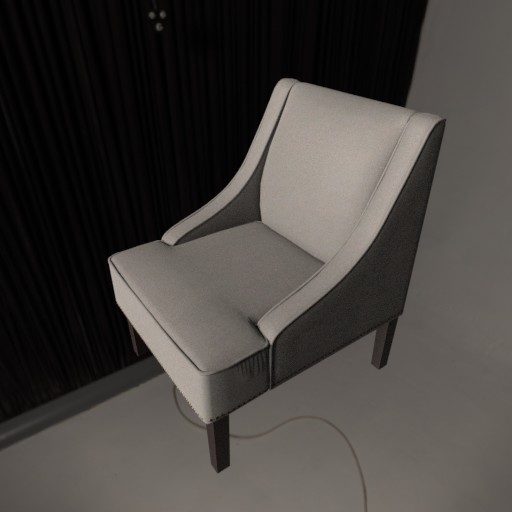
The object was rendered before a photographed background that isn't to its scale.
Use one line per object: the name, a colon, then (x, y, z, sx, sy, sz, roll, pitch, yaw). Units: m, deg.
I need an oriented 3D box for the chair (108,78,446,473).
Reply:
chair: (0.000, 0.000, 1.358, 0.747, 0.867, 0.631, -21, 38, -29)
